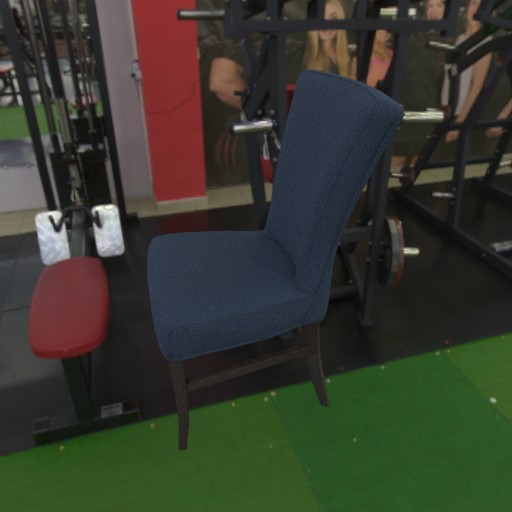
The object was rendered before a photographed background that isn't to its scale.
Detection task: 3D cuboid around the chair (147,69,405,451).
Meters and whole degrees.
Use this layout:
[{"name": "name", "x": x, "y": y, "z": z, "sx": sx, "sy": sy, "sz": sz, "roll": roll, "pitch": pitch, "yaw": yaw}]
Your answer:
[{"name": "chair", "x": 0.000, "y": 0.000, "z": 1.357, "sx": 0.660, "sy": 0.991, "sz": 0.520, "roll": -8, "pitch": 32, "yaw": -13}]
